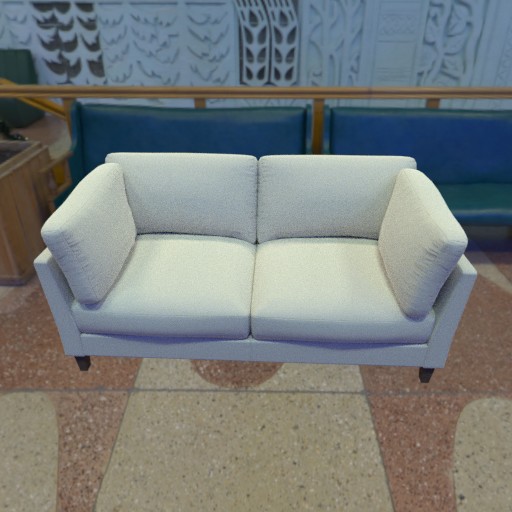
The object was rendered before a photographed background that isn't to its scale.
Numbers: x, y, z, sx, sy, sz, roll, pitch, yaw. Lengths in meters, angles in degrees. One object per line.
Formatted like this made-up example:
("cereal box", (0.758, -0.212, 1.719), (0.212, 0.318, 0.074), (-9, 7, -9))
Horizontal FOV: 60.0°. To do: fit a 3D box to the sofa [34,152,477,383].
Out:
("sofa", (0.000, 0.000, 2.239), (1.776, 0.836, 0.970), (1, 30, 2))
